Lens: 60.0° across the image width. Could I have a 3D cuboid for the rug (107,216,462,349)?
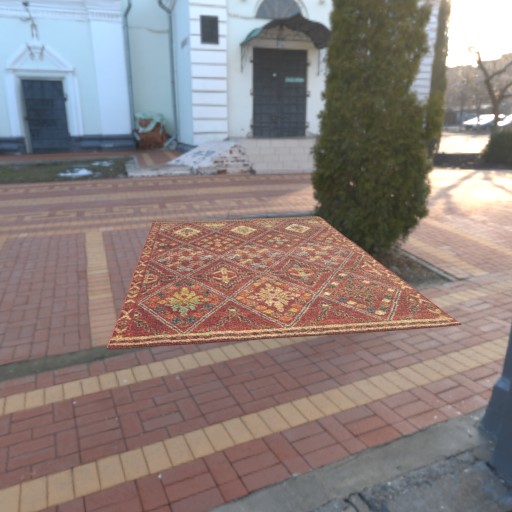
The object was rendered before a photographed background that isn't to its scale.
[{"bbox_3d":[0.000,0.000,2.931,1.521,0.026,2.286,-2,17,-8],"label":"rug"}]
